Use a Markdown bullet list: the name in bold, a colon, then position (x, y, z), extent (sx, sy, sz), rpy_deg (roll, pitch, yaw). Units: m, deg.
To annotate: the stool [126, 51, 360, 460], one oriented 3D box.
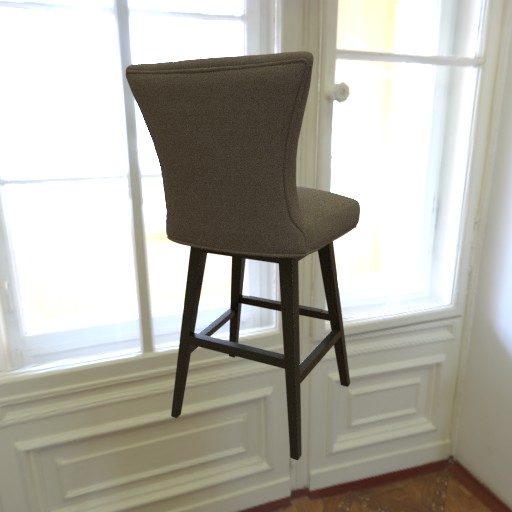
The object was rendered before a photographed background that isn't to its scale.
- **stool**: position (0.000, 0.000, 1.384), extent (0.514, 1.086, 0.574), rpy_deg (8, 18, 25)
